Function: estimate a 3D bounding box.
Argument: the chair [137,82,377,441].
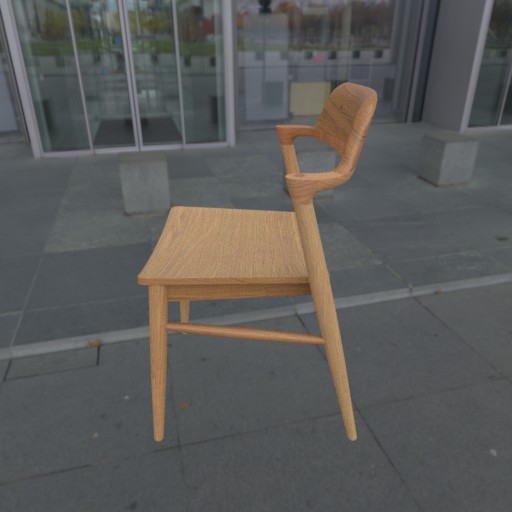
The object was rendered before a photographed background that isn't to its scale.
[{"bbox_3d":[0.000,0.000,1.111,0.499,0.792,0.512,0,27,0],"label":"chair"}]
